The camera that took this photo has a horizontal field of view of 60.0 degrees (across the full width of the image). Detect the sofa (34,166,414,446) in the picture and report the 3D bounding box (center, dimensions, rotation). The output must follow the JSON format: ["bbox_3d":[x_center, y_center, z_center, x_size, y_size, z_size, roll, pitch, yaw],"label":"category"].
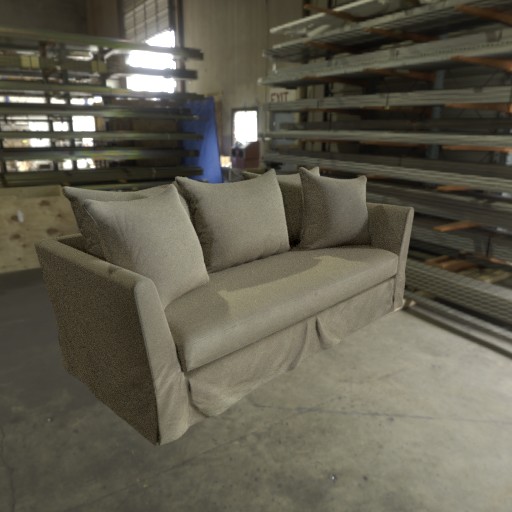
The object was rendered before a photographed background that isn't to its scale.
[{"bbox_3d":[0.000,0.000,2.795,1.031,1.034,2.290,15,22,42],"label":"sofa"}]
